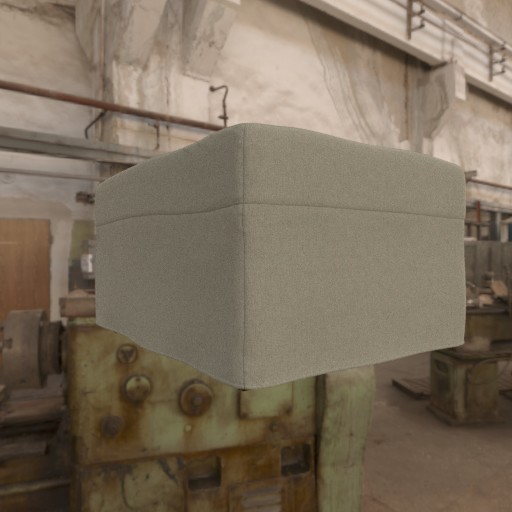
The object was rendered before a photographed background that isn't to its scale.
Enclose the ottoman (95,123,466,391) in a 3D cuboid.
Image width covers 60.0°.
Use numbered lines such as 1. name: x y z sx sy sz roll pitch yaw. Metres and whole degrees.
1. ottoman: 0.000 0.000 1.195 0.648 0.461 0.833 0 0 -35
